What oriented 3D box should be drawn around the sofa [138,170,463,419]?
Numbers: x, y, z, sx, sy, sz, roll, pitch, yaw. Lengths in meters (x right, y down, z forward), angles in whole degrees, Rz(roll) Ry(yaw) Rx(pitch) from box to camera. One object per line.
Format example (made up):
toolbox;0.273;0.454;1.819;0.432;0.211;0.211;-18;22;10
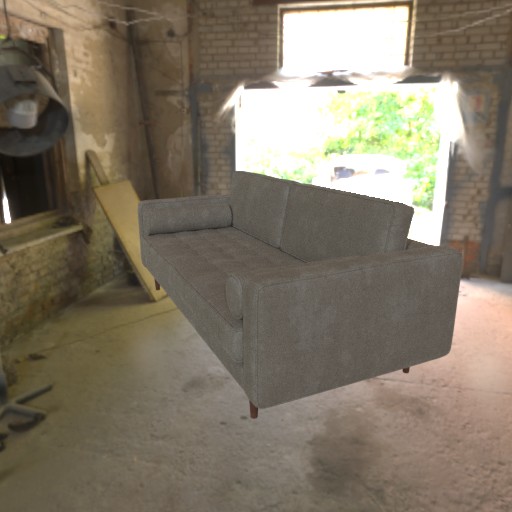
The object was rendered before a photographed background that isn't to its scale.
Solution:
sofa;0.000;0.000;2.366;0.920;0.769;1.883;-7;17;-24
